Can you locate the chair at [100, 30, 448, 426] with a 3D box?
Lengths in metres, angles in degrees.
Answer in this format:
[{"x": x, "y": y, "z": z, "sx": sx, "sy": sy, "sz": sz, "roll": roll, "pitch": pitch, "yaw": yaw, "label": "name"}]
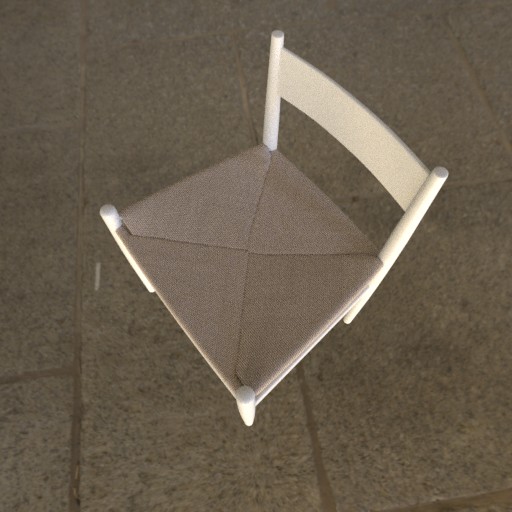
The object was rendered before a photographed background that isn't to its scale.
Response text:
[{"x": 0.000, "y": 0.000, "z": 1.084, "sx": 0.495, "sy": 0.762, "sz": 0.556, "roll": -35, "pitch": 69, "yaw": -16, "label": "chair"}]
